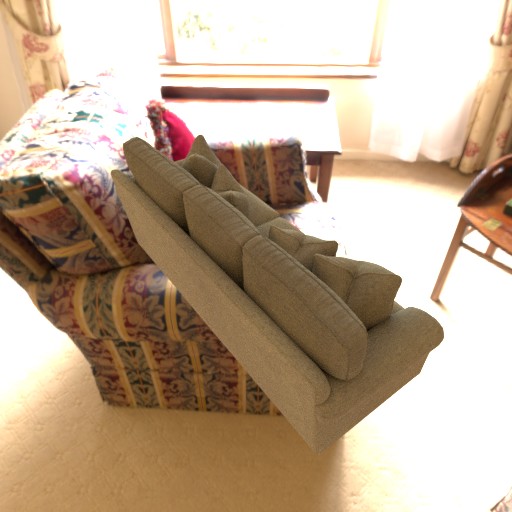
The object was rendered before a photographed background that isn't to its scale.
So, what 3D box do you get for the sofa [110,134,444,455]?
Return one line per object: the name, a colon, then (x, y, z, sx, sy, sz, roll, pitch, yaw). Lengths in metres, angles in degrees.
sofa: (0.000, 0.000, 2.852, 0.965, 0.975, 2.312, -26, 48, -26)
